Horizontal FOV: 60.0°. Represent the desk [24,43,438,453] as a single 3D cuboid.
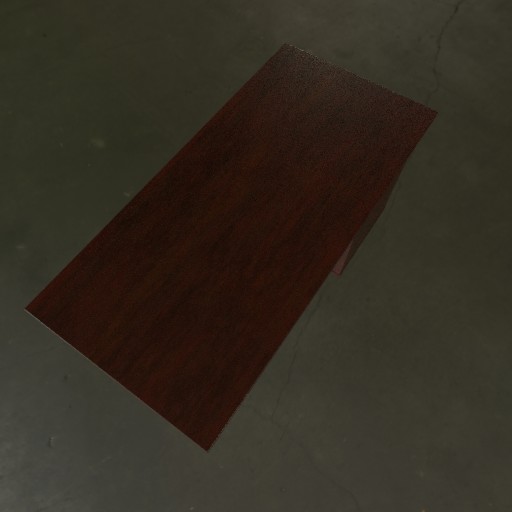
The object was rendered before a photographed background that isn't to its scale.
[{"bbox_3d":[0.000,0.000,1.670,0.612,0.758,1.277,32,67,15],"label":"desk"}]
